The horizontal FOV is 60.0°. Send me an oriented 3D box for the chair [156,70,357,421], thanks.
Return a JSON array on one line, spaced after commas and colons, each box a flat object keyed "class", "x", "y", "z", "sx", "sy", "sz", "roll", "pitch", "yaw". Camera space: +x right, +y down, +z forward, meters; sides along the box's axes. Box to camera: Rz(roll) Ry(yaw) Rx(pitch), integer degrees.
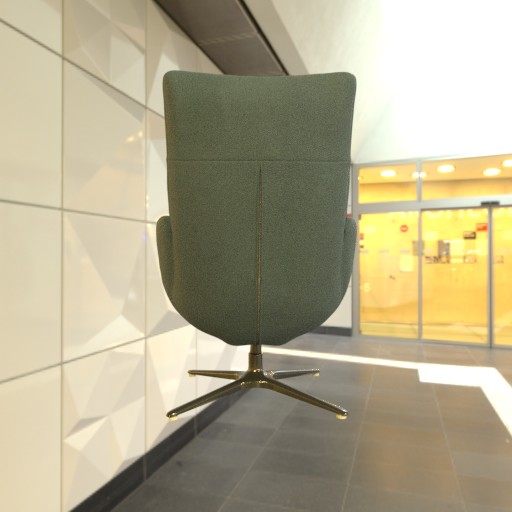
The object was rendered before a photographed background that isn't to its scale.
[{"class": "chair", "x": 0.000, "y": 0.000, "z": 1.599, "sx": 0.711, "sy": 1.016, "sz": 0.889, "roll": 0, "pitch": 0, "yaw": -2}]
